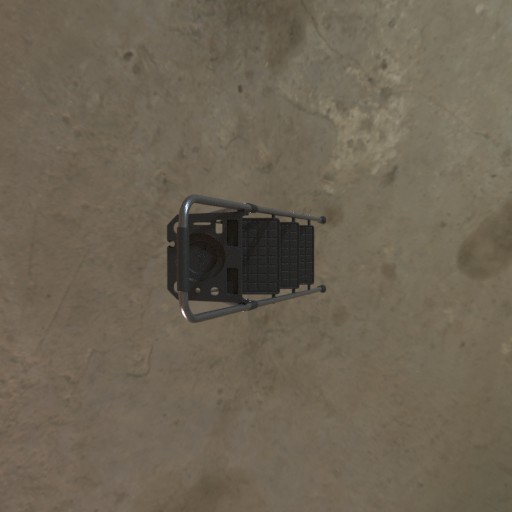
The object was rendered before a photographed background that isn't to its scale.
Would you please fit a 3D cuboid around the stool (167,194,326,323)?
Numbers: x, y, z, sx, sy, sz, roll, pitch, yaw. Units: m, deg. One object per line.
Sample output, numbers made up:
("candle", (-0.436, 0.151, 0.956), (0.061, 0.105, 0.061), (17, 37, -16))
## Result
("stool", (0.000, 0.000, 1.639), (0.733, 1.277, 0.396), (0, 91, 0))
